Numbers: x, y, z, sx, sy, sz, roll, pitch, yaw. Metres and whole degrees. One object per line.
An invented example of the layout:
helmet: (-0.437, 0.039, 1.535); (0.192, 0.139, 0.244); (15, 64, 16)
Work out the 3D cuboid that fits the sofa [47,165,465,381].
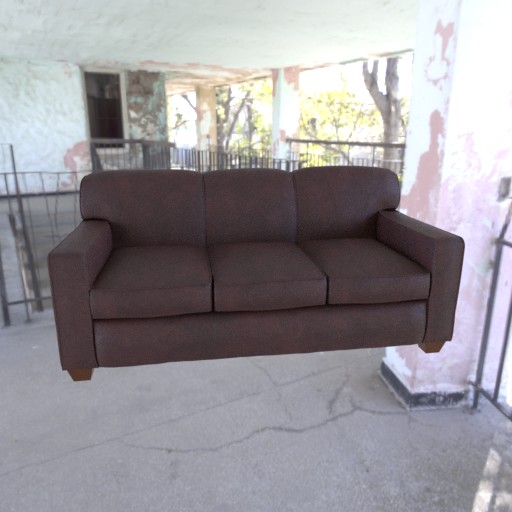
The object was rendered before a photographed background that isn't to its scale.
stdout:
sofa: (0.000, 0.000, 2.563); (2.039, 0.953, 1.008); (-2, 16, -8)
